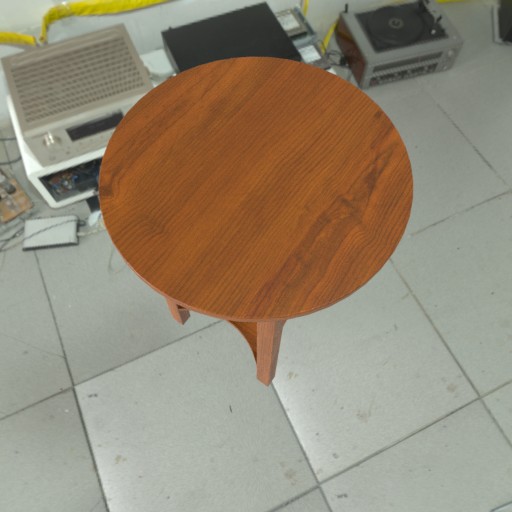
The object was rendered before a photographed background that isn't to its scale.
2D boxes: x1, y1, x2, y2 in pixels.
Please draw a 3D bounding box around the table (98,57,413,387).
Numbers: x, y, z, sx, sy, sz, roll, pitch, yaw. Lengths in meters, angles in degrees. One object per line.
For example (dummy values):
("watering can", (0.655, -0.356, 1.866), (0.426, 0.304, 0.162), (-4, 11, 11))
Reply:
("table", (0.000, 0.000, 0.925), (0.457, 0.610, 0.457), (0, 65, 0))
